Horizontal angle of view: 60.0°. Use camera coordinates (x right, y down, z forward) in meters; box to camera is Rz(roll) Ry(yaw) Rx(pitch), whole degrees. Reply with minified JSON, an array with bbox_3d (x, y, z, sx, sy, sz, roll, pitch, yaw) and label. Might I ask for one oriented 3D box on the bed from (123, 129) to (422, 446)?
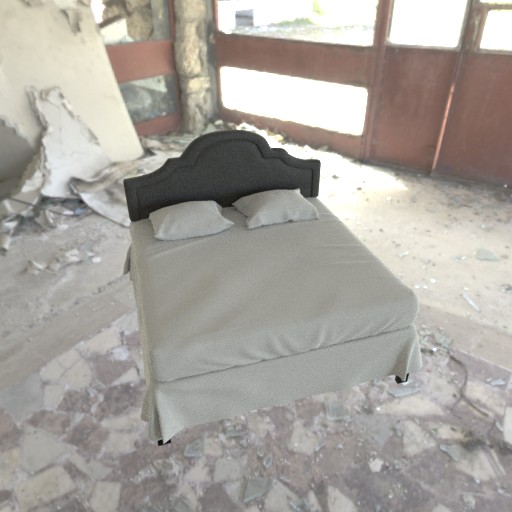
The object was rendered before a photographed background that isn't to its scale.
[{"bbox_3d":[0.000,0.000,3.789,2.303,1.631,2.222,-9,33,-14],"label":"bed"}]
